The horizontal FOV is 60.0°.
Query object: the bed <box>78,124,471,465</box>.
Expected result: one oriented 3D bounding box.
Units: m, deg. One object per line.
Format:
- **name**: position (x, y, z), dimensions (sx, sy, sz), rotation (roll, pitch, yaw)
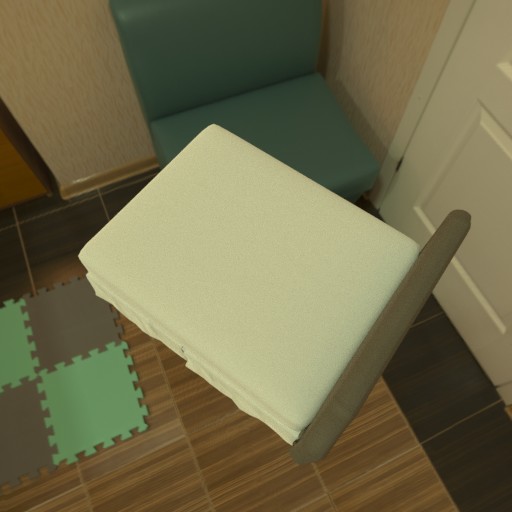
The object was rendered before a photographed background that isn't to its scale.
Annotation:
- **bed**: position (0.000, 0.000, 3.222), dimensions (2.181, 1.297, 1.831), rotation (34, 69, 15)
